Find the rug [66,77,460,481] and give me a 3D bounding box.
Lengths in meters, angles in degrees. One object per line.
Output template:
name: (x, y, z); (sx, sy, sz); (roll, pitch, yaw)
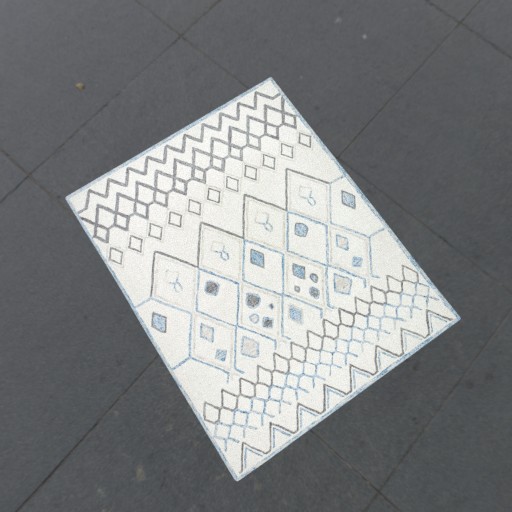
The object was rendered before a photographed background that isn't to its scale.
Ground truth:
rug: (0.000, 0.000, 4.176); (2.441, 0.013, 3.056); (-33, 78, -8)
